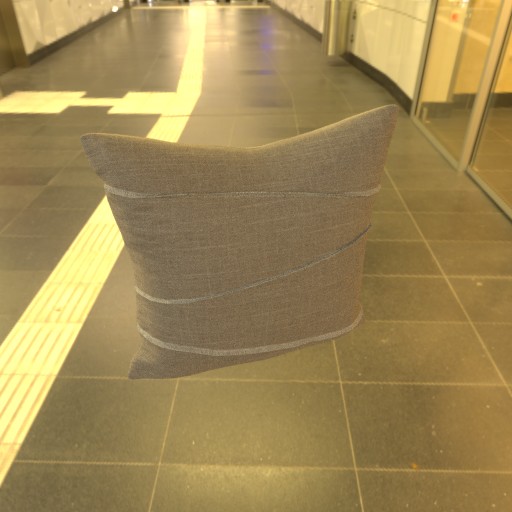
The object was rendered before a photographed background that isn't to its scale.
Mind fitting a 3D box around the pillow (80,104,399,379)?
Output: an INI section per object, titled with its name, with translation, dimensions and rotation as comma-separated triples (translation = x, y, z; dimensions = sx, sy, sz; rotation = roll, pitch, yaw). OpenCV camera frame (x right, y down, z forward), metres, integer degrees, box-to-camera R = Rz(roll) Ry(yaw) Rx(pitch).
[pillow]
translation = 0.000, 0.000, 0.649
dimensions = 0.424, 0.400, 0.169
rotation = -10, 35, -15
